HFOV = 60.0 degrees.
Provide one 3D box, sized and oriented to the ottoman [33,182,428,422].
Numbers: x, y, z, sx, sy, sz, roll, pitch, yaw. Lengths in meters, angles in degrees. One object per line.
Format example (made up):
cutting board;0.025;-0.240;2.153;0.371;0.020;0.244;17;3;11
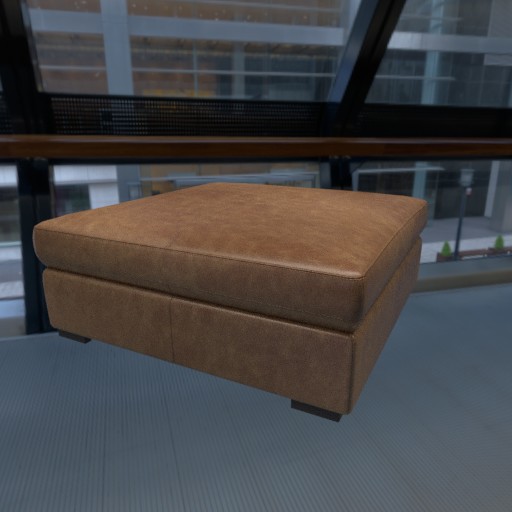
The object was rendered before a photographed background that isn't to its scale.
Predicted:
ottoman;0.000;0.000;1.818;1.168;0.483;1.169;9;19;26
